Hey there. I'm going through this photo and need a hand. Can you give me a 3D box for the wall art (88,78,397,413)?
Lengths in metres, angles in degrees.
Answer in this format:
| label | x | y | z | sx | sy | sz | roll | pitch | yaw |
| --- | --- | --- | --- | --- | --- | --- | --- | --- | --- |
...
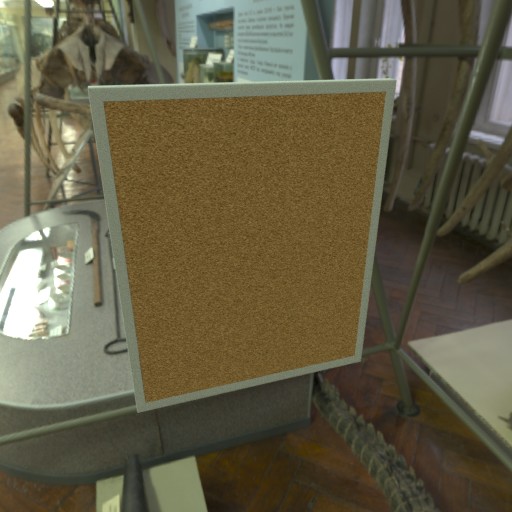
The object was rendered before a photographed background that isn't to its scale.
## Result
| label | x | y | z | sx | sy | sz | roll | pitch | yaw |
| --- | --- | --- | --- | --- | --- | --- | --- | --- | --- |
| wall art | 0.000 | 0.000 | 0.733 | 0.444 | 0.536 | 0.020 | -8 | 27 | -17 |
